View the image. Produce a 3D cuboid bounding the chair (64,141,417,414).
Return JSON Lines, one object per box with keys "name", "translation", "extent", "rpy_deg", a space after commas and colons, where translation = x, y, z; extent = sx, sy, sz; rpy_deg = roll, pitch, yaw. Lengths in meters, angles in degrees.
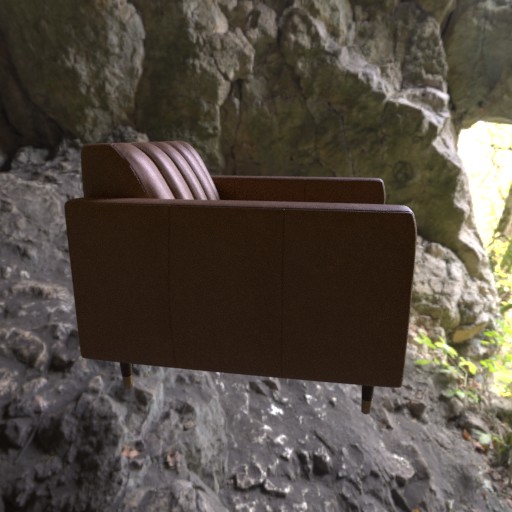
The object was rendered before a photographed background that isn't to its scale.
{"name": "chair", "translation": [0.000, 0.000, 1.646], "extent": [0.998, 0.819, 0.953], "rpy_deg": [3, 15, 10]}
